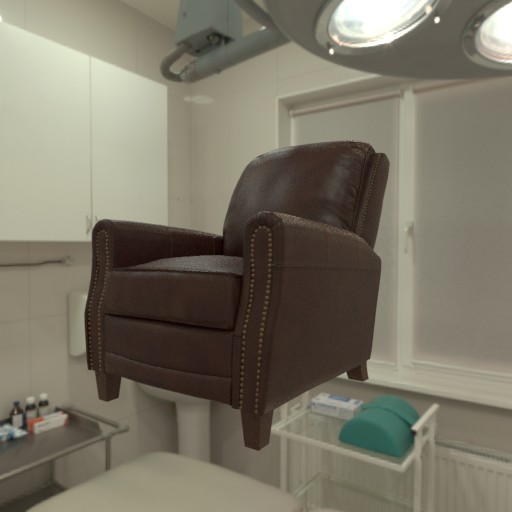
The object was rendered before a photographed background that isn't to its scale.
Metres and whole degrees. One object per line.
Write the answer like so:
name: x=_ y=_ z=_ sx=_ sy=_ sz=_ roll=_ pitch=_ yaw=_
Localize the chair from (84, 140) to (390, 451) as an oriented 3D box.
chair: x=0.000 y=0.000 z=1.770 sx=0.826 sy=1.022 sz=1.089 roll=1 pitch=2 yaw=35
